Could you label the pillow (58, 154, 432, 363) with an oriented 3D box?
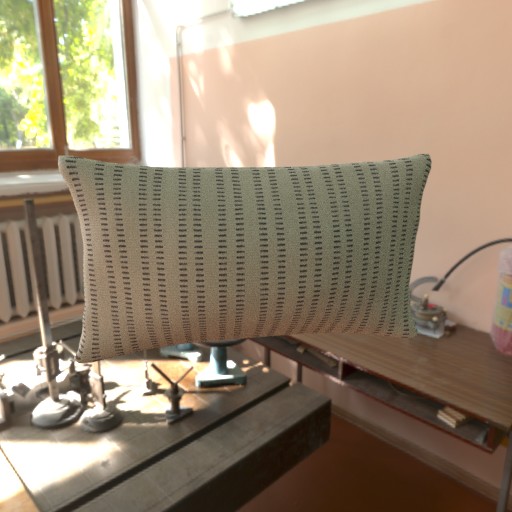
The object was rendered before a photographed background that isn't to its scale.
[{"bbox_3d":[0.000,0.000,0.789,0.640,0.353,0.210,-3,15,-10],"label":"pillow"}]
